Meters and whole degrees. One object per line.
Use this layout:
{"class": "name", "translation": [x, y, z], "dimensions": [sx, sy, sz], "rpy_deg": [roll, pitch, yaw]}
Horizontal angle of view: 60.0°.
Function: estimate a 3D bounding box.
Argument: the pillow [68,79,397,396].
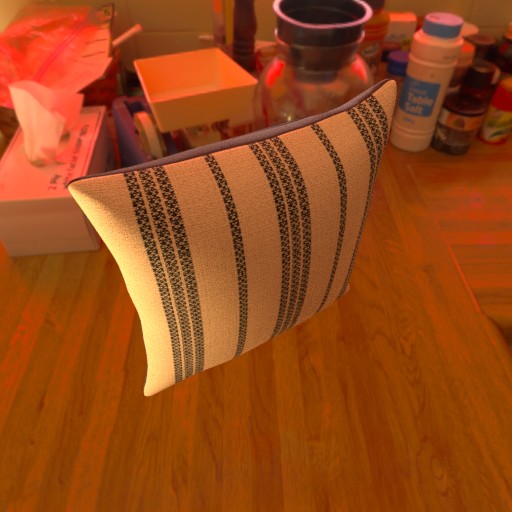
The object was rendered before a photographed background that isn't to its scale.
{"class": "pillow", "translation": [0.000, 0.000, 0.615], "dimensions": [0.405, 0.406, 0.173], "rpy_deg": [-24, 51, -21]}
